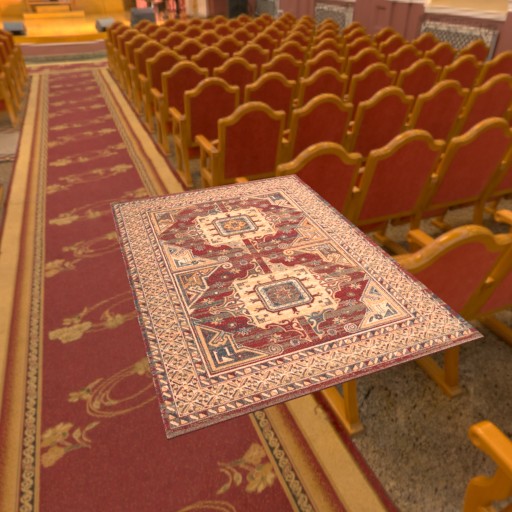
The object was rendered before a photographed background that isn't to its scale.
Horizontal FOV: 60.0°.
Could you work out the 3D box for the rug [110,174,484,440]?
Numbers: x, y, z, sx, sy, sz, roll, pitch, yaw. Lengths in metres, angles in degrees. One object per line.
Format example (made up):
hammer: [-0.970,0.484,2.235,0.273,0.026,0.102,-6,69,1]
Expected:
rug: [0.000,0.000,2.844,1.599,0.011,2.210,-12,35,-18]
